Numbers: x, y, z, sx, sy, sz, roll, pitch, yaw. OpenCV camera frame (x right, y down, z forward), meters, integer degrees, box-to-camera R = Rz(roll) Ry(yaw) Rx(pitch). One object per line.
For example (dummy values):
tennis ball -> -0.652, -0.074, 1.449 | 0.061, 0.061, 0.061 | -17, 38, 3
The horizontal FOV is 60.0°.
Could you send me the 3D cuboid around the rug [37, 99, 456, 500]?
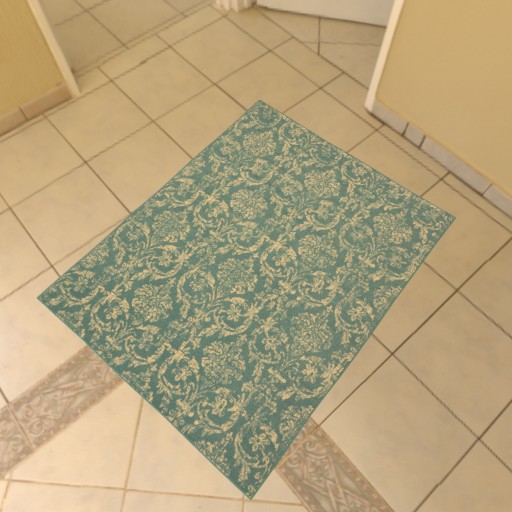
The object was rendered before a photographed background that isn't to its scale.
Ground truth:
rug -> 0.000, 0.000, 3.931 | 2.363, 0.012, 2.980 | 36, 69, 17
